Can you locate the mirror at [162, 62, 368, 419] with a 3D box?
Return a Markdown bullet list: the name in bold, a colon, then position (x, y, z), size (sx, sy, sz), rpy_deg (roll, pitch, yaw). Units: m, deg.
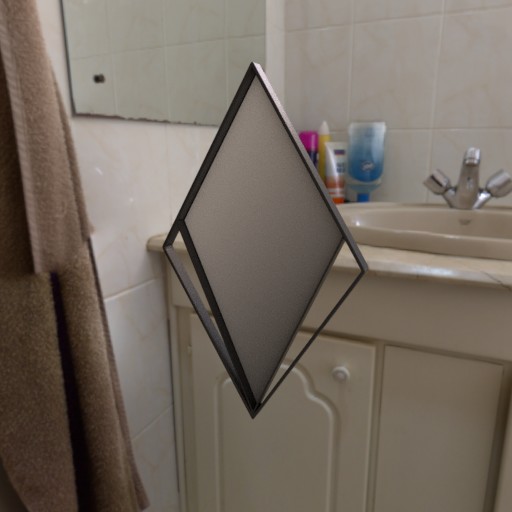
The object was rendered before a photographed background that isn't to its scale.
- **mirror**: position (0.000, 0.000, 0.838), size (0.419, 0.679, 0.032), rpy_deg (7, 15, 26)
